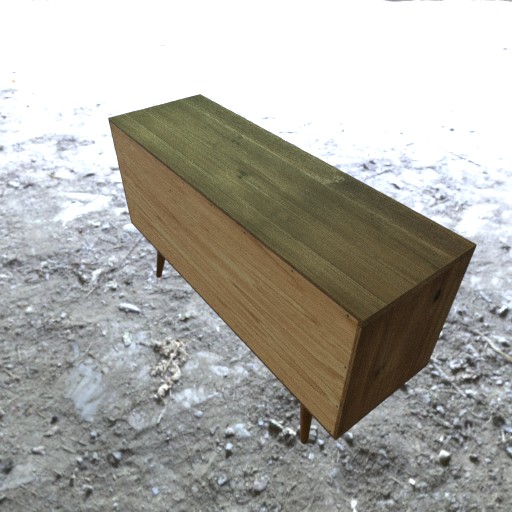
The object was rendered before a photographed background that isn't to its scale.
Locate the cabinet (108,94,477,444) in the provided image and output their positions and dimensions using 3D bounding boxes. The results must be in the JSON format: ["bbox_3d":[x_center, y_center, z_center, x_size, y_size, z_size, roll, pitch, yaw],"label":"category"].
[{"bbox_3d":[0.000,0.000,1.774,0.472,0.800,1.400,-26,47,-28],"label":"cabinet"}]
